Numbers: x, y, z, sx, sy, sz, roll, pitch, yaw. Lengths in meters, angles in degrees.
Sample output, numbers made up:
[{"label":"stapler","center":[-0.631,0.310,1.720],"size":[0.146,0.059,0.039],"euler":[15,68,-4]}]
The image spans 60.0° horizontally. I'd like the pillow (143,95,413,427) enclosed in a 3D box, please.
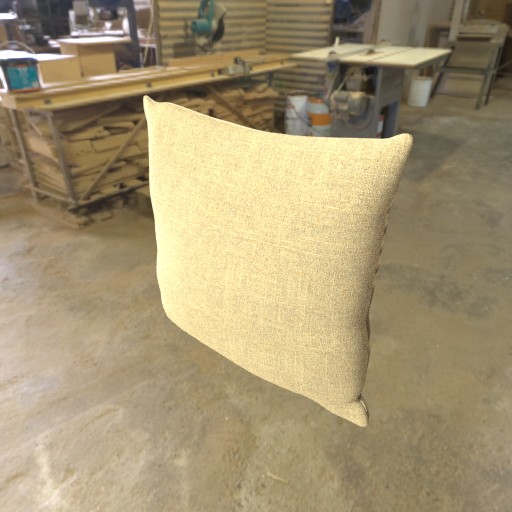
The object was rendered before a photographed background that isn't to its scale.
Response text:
[{"label":"pillow","center":[0.000,0.000,0.683],"size":[0.439,0.440,0.182],"euler":[21,36,32]}]
